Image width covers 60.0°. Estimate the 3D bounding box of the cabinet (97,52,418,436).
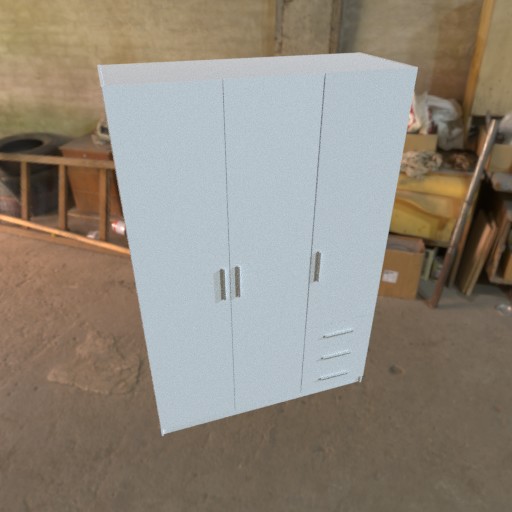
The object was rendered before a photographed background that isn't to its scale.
[{"bbox_3d":[0.000,0.000,2.401,1.290,1.910,0.510,-10,33,-16],"label":"cabinet"}]
